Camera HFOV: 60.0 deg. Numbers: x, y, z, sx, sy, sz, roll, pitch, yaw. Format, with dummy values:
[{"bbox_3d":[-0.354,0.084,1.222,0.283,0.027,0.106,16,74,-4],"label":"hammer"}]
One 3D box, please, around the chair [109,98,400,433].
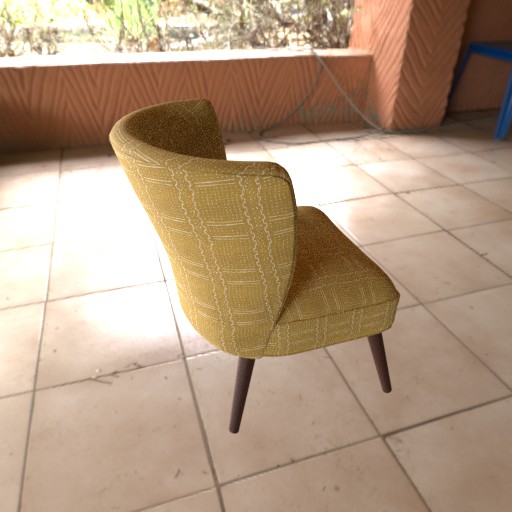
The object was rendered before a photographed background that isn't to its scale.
[{"bbox_3d":[0.000,0.000,1.403,0.758,0.866,0.706,-10,33,-16],"label":"chair"}]
